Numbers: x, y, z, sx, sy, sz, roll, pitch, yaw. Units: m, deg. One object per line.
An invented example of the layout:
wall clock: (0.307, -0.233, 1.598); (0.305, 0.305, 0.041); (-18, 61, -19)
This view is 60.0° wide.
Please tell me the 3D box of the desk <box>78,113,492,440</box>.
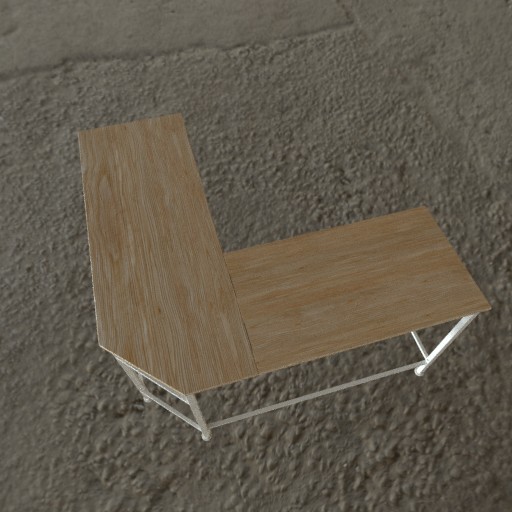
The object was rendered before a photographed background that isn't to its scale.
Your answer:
desk: (0.000, 0.000, 2.173); (1.379, 0.739, 1.379); (-14, 57, -9)
